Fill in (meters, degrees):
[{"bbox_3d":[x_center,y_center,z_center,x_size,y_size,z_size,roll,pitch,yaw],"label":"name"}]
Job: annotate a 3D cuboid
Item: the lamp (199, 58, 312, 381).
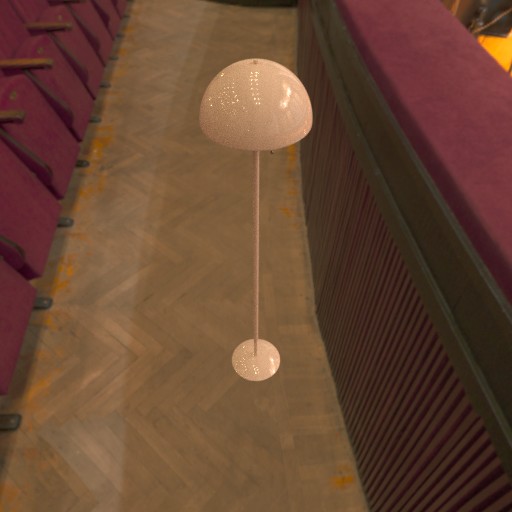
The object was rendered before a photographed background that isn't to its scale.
[{"bbox_3d":[0.000,0.000,1.699,0.328,1.480,0.328,-4,46,-4],"label":"lamp"}]
